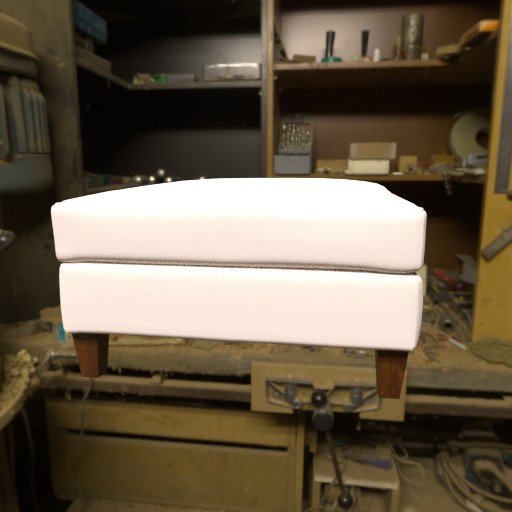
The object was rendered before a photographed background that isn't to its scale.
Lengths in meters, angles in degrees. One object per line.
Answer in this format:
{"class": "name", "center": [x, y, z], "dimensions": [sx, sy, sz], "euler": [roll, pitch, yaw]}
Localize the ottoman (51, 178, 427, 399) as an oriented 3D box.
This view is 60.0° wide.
{"class": "ottoman", "center": [0.000, 0.000, 1.367], "dimensions": [0.838, 0.479, 0.838], "euler": [2, 12, 8]}
